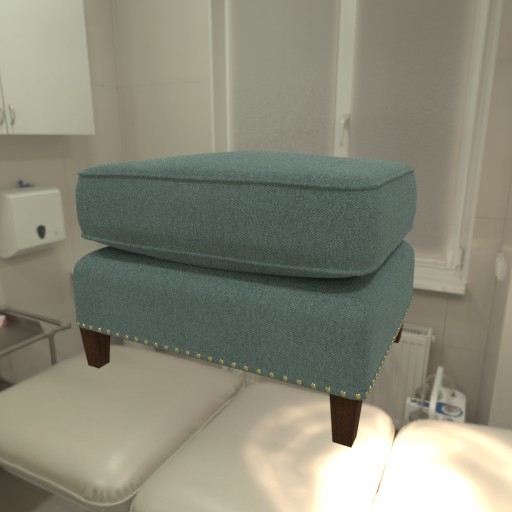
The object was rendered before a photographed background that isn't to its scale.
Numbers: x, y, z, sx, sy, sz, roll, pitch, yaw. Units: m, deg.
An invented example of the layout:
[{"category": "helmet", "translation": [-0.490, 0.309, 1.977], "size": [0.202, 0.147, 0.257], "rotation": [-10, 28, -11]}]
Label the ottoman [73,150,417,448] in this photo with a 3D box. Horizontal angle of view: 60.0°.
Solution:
[{"category": "ottoman", "translation": [0.000, 0.000, 1.159], "size": [0.738, 0.537, 0.589], "rotation": [8, 17, 26]}]
